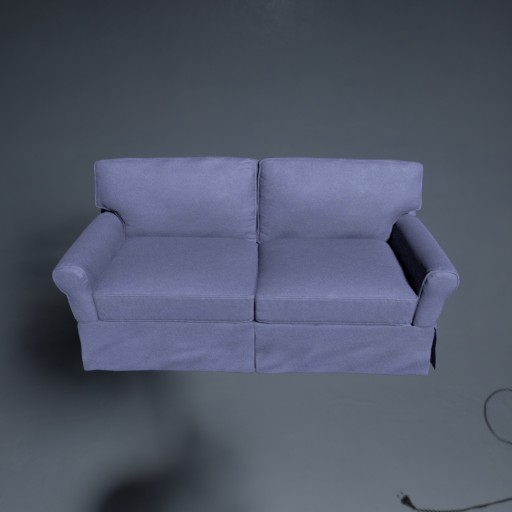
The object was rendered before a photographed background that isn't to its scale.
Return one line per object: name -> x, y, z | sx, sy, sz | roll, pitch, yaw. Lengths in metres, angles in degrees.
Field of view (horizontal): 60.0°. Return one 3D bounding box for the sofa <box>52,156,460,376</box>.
sofa -> 0.000, 0.000, 2.832 | 2.256, 1.094, 0.983 | 1, 28, 1
